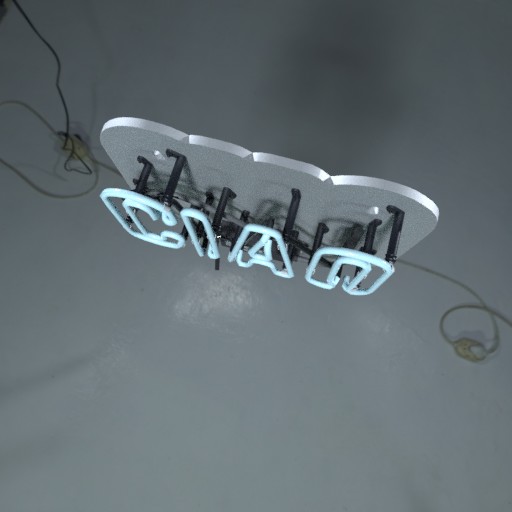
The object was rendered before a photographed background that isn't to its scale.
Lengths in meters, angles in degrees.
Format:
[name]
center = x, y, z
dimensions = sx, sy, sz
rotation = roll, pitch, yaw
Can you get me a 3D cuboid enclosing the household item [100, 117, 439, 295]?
[household item]
center = 0.000, 0.000, 0.376
dimensions = 0.211, 0.294, 0.042
rotation = 15, 76, 4
